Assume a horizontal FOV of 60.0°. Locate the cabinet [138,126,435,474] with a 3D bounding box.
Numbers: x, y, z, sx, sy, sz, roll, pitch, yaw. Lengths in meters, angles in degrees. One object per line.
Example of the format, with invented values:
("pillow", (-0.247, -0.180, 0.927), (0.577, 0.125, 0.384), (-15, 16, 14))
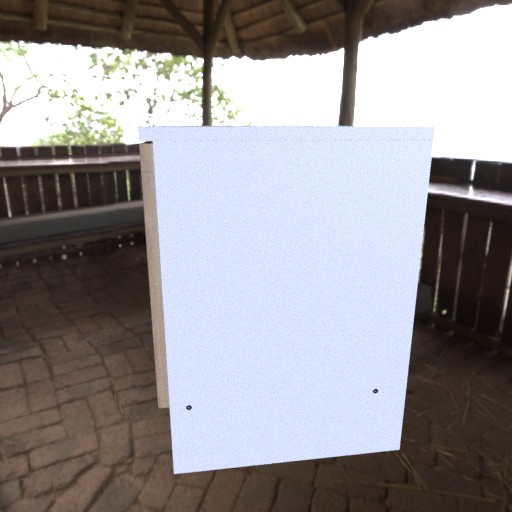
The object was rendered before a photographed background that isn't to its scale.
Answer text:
("cabinet", (0.000, 0.000, 0.928), (0.400, 0.522, 0.600), (-2, 17, -8))
